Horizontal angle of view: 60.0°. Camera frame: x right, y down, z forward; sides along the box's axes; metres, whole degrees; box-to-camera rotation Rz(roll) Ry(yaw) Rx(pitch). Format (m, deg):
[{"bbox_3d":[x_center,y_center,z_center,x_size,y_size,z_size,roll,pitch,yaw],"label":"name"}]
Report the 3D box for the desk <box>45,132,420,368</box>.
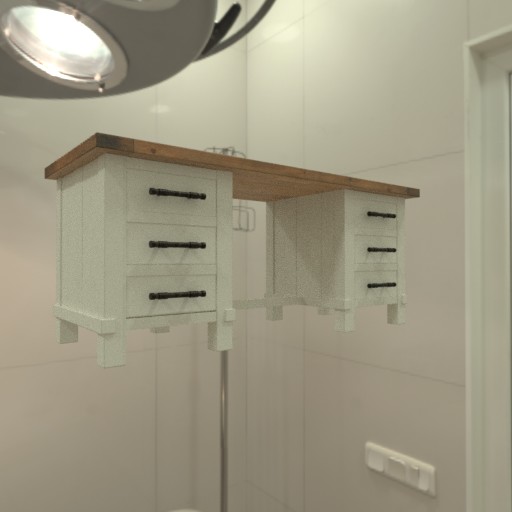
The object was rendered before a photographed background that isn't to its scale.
[{"bbox_3d":[0.000,0.000,2.214,1.803,0.760,0.688,0,-1,-38],"label":"desk"}]
